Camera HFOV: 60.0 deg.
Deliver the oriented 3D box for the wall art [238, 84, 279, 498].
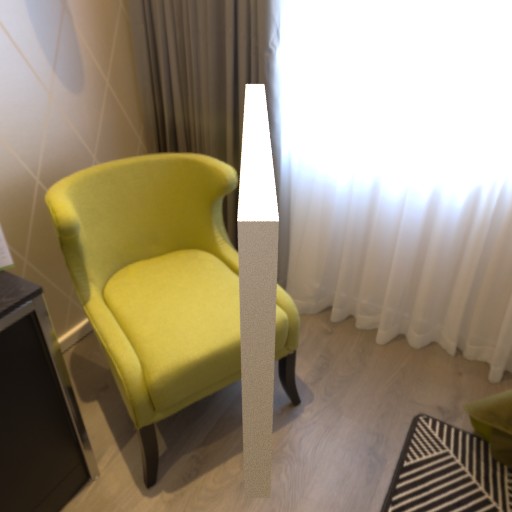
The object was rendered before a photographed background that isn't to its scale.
[{"bbox_3d":[0.000,0.000,1.372,0.066,0.801,1.056,0,32,0],"label":"wall art"}]
